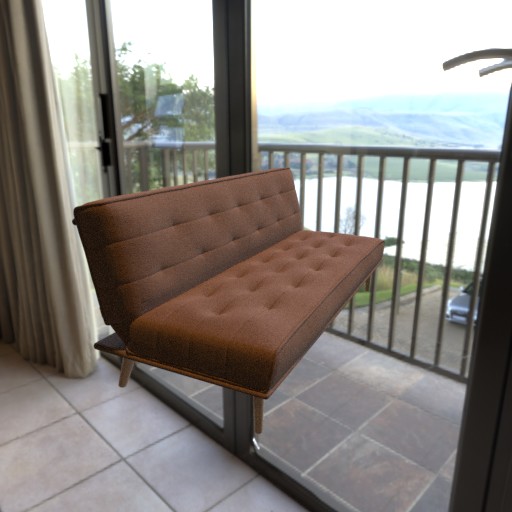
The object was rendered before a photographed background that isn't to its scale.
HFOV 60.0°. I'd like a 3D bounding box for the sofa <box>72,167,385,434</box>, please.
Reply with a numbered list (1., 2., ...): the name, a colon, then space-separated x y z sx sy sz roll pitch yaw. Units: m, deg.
1. sofa: 0.000 0.000 2.387 1.038 0.810 1.820 8 18 26
